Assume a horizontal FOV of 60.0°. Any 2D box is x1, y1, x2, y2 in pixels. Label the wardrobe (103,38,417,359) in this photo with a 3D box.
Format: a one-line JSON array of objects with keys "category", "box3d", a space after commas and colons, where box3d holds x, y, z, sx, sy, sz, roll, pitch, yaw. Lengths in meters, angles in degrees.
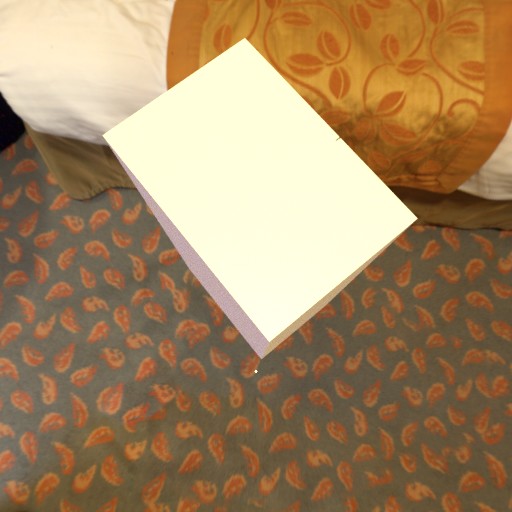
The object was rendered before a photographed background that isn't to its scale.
[{"category": "wardrobe", "box3d": [0.000, 0.000, 2.407, 0.600, 2.040, 0.860, -38, 79, -9]}]
